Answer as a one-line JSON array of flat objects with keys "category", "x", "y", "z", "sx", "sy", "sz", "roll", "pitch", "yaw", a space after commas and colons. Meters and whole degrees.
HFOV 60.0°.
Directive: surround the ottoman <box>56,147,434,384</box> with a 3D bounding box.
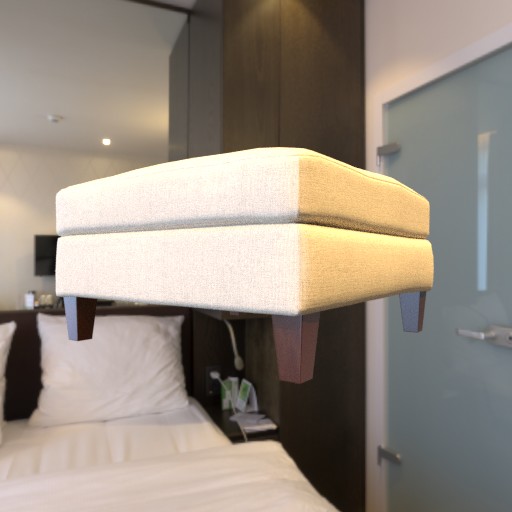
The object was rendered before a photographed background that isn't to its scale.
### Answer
[{"category": "ottoman", "x": 0.000, "y": 0.000, "z": 1.341, "sx": 0.838, "sy": 0.478, "sz": 0.838, "roll": 0, "pitch": -1, "yaw": 36}]
